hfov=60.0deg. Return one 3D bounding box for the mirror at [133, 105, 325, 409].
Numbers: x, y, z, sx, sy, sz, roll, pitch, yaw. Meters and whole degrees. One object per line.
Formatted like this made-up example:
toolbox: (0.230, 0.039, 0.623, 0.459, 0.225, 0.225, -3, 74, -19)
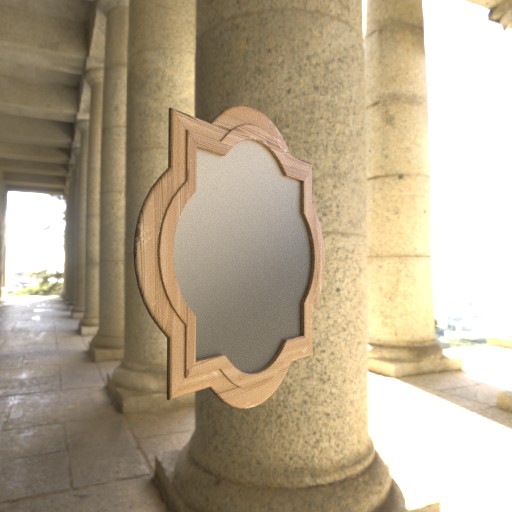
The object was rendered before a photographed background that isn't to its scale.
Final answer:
mirror: (0.000, 0.000, 1.047, 0.019, 0.686, 0.686, -1, -2, 36)
